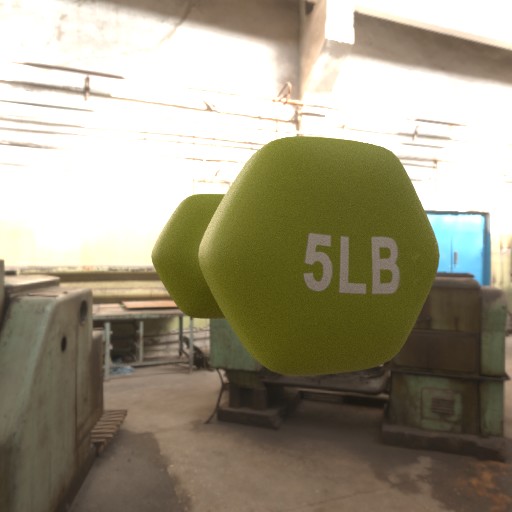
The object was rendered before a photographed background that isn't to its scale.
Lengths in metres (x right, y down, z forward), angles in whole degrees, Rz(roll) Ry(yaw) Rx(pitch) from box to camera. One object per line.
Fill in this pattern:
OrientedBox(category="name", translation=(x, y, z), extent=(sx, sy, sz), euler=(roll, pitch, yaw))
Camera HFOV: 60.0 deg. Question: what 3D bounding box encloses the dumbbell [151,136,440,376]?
OrientedBox(category="dumbbell", translation=(0.000, 0.000, 0.201), extent=(0.080, 0.072, 0.164), euler=(0, 0, -19))
